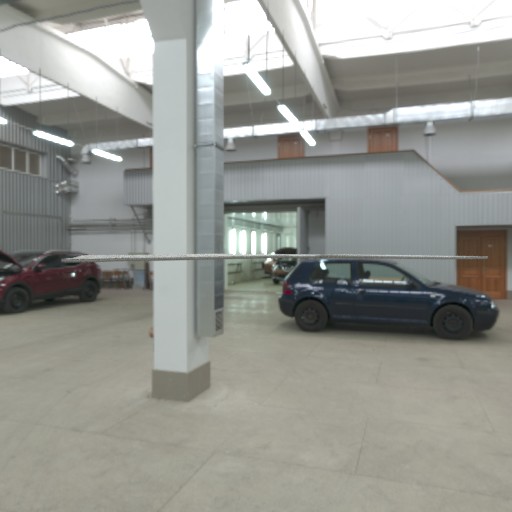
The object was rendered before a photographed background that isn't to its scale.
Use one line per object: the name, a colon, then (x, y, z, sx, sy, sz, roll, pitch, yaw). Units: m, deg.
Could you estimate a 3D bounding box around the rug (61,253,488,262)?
rug: (0.000, 0.000, 4.271, 3.202, 0.045, 2.434, 0, 1, -17)
